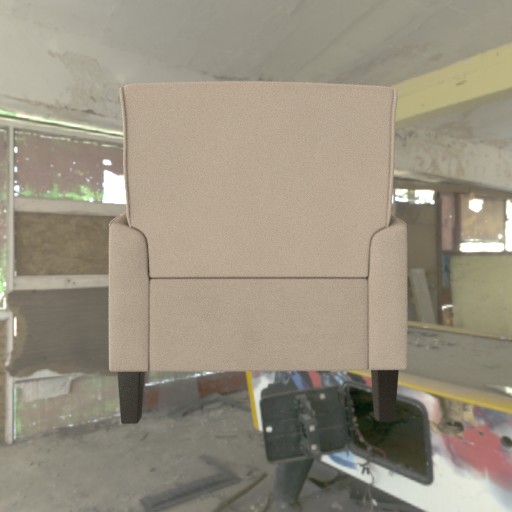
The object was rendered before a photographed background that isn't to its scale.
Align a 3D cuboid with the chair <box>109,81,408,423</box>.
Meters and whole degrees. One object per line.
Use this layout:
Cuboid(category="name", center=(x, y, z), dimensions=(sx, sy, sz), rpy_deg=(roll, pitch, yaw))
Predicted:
Cuboid(category="chair", center=(0.000, 0.000, 1.547), dimensions=(0.820, 0.915, 0.820), rpy_deg=(0, 0, -1))
